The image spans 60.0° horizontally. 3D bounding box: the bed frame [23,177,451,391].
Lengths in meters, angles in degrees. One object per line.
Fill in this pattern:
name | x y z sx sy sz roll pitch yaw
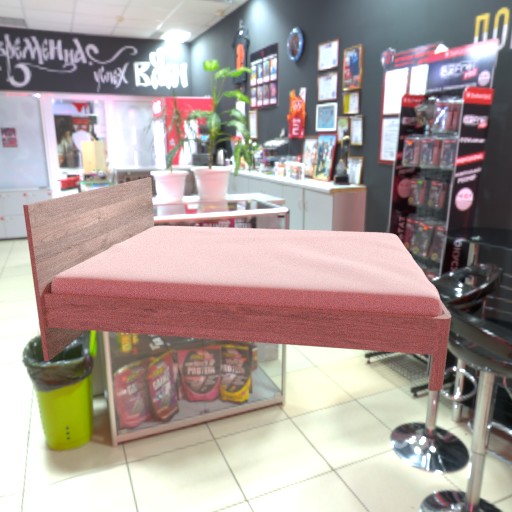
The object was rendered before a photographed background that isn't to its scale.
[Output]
bed frame | 0.000 0.000 2.721 1.950 0.800 1.490 2 15 9
